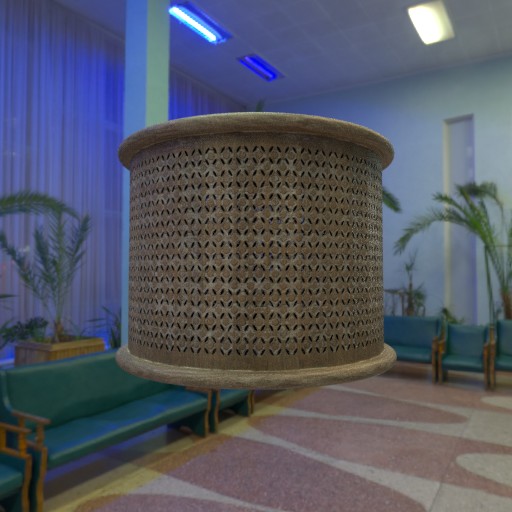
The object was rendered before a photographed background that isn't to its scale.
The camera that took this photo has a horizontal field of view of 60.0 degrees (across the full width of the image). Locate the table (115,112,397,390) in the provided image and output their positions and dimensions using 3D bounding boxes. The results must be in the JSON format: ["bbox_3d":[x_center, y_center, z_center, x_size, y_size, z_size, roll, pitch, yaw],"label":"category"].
[{"bbox_3d":[0.000,0.000,1.011,0.607,0.450,0.607,0,-2,0],"label":"table"}]
